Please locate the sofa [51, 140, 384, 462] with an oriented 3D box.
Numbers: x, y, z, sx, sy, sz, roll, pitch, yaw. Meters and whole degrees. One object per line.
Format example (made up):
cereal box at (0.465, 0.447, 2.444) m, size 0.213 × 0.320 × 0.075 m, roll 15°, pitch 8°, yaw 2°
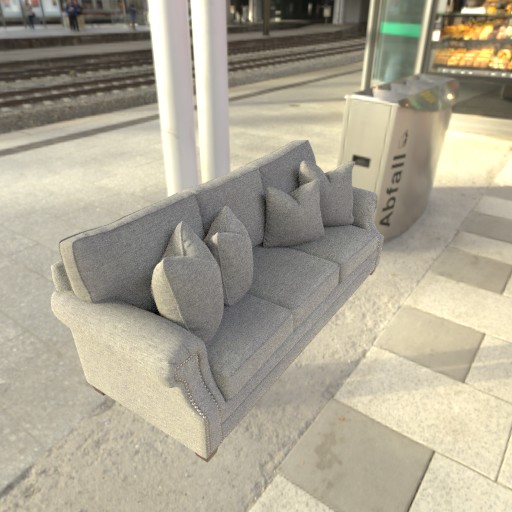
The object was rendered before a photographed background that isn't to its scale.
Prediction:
sofa at (0.000, 0.000, 2.809) m, size 0.965 × 0.975 × 2.312 m, roll 18°, pitch 34°, yaw 30°
